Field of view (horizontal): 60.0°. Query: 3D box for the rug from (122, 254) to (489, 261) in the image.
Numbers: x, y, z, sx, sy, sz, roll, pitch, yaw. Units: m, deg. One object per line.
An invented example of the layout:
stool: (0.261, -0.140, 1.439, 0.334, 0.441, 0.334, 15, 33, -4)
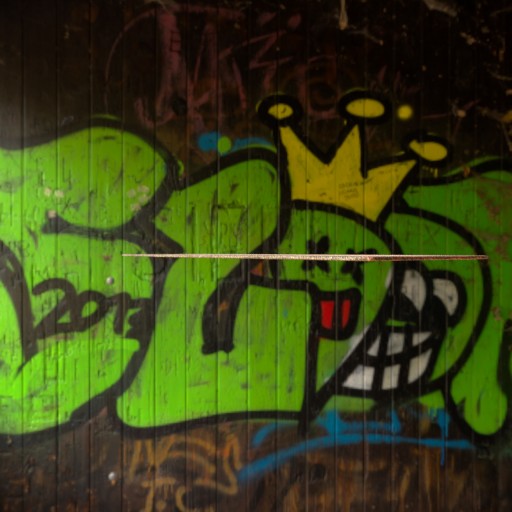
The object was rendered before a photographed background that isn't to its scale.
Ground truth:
rug: (0.000, 0.000, 2.692, 0.810, 0.016, 2.413, 0, 1, -36)
